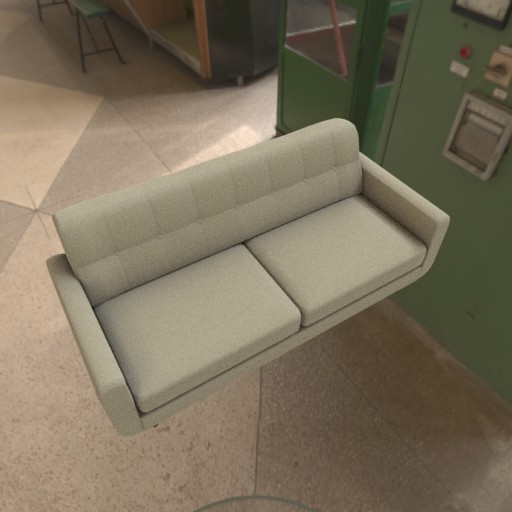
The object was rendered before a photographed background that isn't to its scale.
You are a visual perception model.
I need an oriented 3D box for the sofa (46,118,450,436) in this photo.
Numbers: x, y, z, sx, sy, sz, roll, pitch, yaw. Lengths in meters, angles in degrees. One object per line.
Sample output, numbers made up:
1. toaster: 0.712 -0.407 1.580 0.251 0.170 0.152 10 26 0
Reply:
1. sofa: 0.000 0.000 2.617 2.137 0.892 0.980 -24 50 -22
